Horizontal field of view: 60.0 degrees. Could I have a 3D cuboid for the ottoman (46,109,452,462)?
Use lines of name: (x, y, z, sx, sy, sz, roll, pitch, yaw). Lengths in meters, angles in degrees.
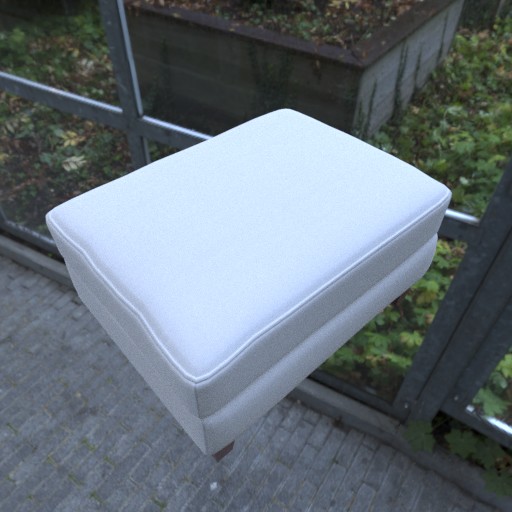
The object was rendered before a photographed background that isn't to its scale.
ottoman: (0.000, 0.000, 1.193, 0.818, 0.479, 0.634, -32, 53, -28)
